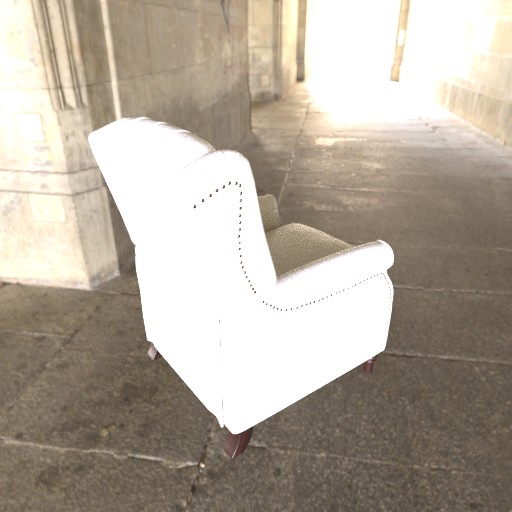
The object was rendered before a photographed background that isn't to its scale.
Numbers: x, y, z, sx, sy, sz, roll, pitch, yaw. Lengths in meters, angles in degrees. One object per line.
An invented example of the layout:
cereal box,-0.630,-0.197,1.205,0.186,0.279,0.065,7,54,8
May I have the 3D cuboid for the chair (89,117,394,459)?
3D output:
chair,0.000,0.000,1.649,0.902,1.035,0.742,-18,32,-32
